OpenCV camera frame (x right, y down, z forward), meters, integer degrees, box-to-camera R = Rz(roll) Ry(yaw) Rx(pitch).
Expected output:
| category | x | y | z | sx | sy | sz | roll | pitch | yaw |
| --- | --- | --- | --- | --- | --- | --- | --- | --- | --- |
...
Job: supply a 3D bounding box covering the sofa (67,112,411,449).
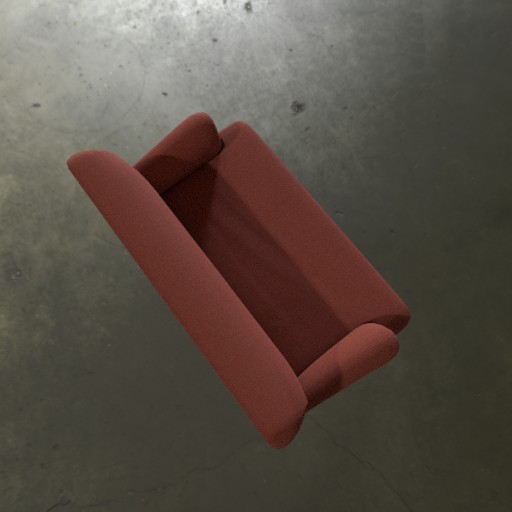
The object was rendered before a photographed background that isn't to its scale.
| category | x | y | z | sx | sy | sz | roll | pitch | yaw |
| --- | --- | --- | --- | --- | --- | --- | --- | --- | --- |
| sofa | 0.000 | 0.000 | 1.863 | 0.779 | 0.889 | 1.297 | -37 | 78 | -9 |
